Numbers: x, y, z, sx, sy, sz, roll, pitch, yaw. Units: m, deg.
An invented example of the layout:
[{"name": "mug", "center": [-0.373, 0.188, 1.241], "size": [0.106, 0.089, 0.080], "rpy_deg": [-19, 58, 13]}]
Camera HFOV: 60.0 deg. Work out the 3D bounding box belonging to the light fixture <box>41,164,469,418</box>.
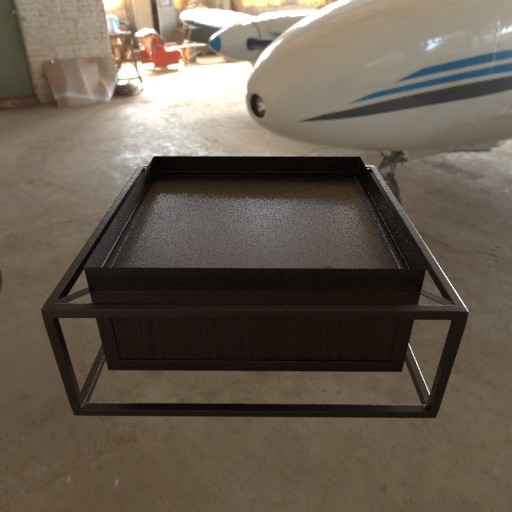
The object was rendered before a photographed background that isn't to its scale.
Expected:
[{"name": "light fixture", "center": [0.000, 0.000, 0.678], "size": [0.441, 0.191, 0.441], "rpy_deg": [0, 31, 0]}]
